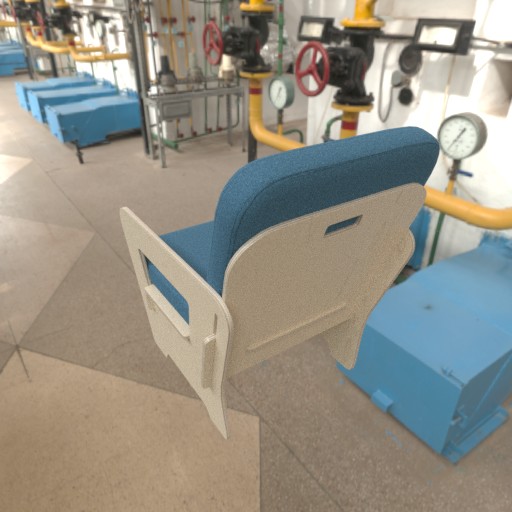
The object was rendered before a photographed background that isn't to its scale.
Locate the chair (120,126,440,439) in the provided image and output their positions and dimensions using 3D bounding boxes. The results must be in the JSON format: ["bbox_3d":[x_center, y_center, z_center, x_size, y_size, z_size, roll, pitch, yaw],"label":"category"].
[{"bbox_3d":[0.000,0.000,1.166,0.547,0.747,0.657,-19,35,-29],"label":"chair"}]
